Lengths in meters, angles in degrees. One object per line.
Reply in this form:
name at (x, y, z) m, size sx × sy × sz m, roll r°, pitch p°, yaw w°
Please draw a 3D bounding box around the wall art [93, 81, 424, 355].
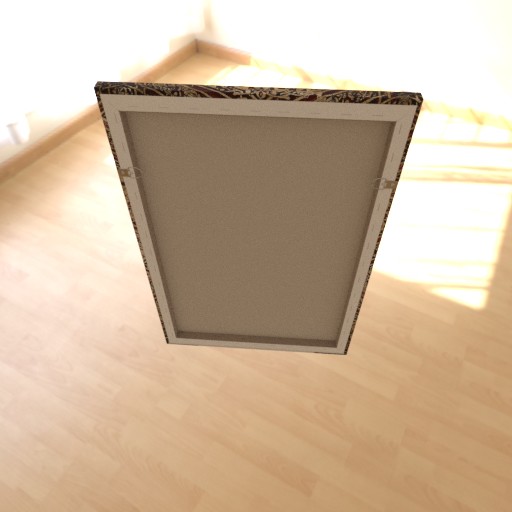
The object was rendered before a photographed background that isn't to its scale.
wall art at (0.000, 0.000, 0.759) m, size 0.397 × 0.599 × 0.020 m, roll 3°, pitch 48°, yaw 3°
